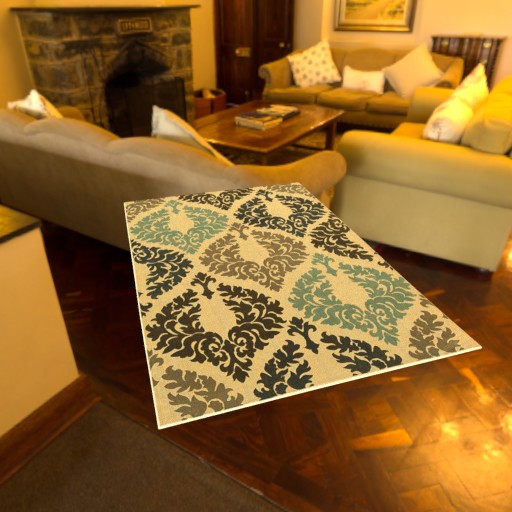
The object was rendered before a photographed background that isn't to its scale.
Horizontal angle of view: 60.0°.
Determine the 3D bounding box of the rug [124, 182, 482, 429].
[{"bbox_3d":[0.000,0.000,2.823,1.514,0.014,2.275,-9,31,-15],"label":"rug"}]
